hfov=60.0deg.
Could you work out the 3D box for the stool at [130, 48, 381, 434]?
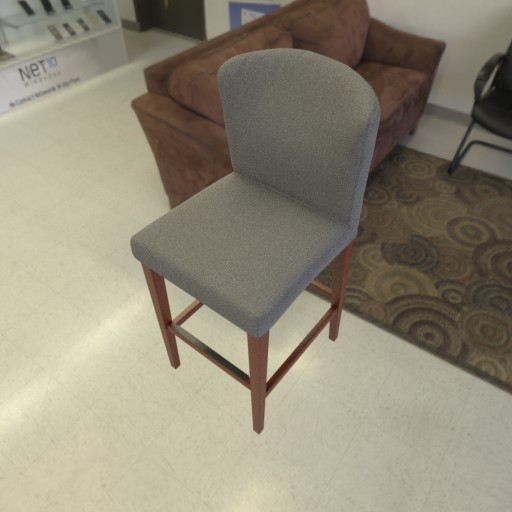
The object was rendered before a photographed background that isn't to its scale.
[{"bbox_3d":[0.000,0.000,1.384,0.481,1.069,0.568,29,52,26],"label":"stool"}]
